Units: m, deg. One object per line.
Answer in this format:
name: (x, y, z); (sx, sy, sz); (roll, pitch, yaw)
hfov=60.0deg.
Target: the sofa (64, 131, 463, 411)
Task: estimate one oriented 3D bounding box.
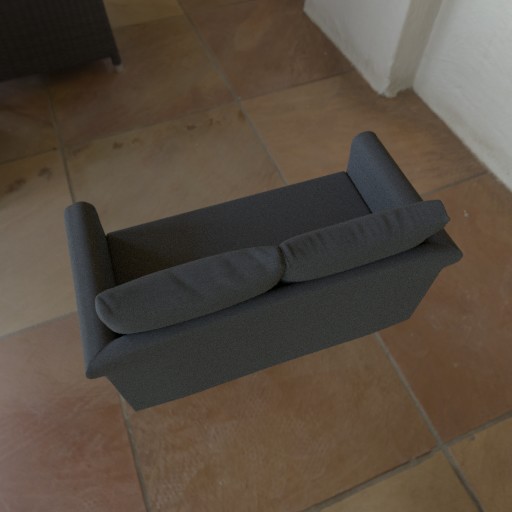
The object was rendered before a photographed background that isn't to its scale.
sofa: (0.000, 0.000, 1.936); (1.460, 0.872, 0.741); (-16, 58, -10)
